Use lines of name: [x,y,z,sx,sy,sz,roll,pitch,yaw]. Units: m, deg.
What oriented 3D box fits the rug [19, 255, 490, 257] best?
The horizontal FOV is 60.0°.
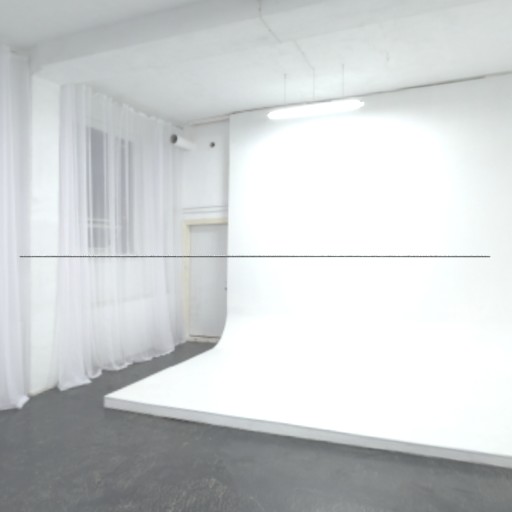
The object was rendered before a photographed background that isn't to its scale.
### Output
rug: [0.000,0.000,4.052,3.048,0.012,2.438,0,0,1]
